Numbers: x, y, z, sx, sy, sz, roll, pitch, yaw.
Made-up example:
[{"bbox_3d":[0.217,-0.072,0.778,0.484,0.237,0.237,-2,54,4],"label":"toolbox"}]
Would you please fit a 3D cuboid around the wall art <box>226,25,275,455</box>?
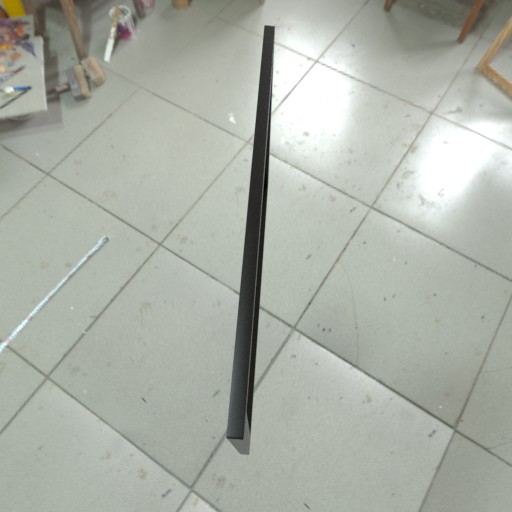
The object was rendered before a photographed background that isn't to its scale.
[{"bbox_3d":[0.000,0.000,0.549,0.013,0.306,0.440,4,64,2],"label":"wall art"}]
